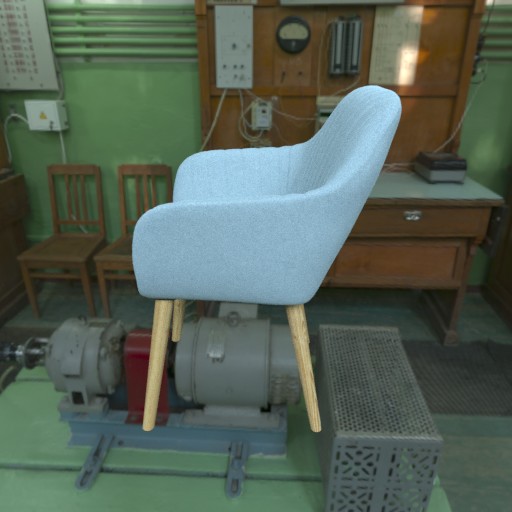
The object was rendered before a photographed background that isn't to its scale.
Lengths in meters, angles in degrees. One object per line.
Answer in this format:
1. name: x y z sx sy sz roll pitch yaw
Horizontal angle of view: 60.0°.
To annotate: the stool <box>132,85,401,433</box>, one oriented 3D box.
1. stool: 0.000 0.000 1.166 0.590 0.830 0.503 1 25 1
